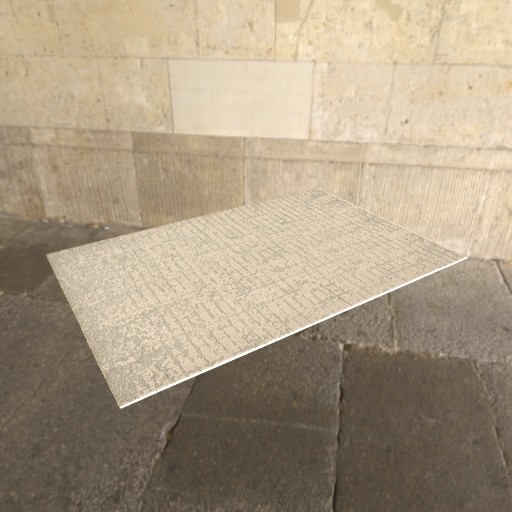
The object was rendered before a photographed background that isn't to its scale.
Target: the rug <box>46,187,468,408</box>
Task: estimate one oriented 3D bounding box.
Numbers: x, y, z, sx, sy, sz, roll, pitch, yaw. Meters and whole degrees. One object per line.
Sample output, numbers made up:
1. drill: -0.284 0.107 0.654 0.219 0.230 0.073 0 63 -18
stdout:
1. rug: 0.000 0.000 2.301 1.827 0.007 1.211 -17 34 -28
